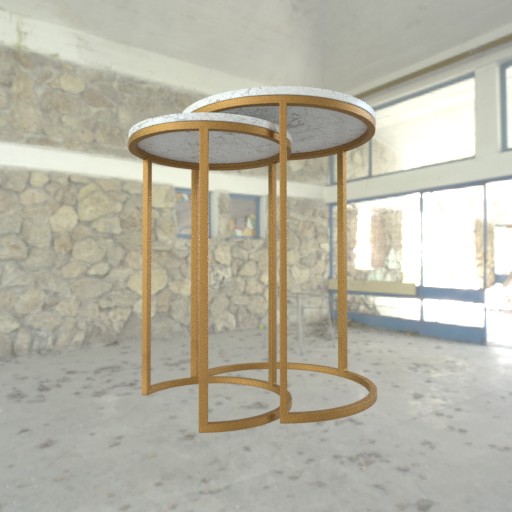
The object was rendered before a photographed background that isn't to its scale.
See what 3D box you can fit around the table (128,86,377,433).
[{"bbox_3d":[0.000,0.000,0.891,0.507,0.550,0.400,1,-2,-35],"label":"table"}]
